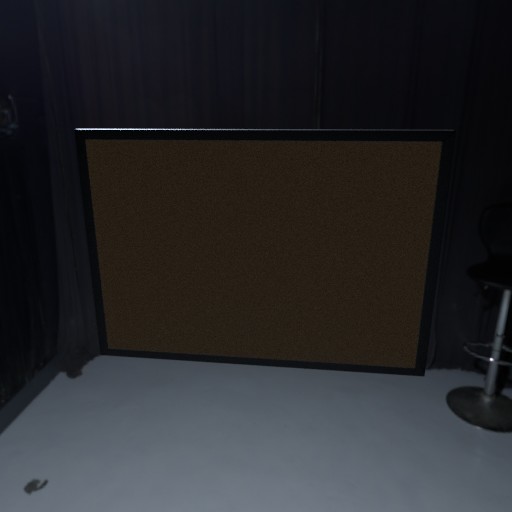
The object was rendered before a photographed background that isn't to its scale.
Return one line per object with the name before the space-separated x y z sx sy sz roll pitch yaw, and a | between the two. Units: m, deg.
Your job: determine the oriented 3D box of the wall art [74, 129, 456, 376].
wall art | 0.000 0.000 0.559 0.440 0.306 0.013 2 17 7
